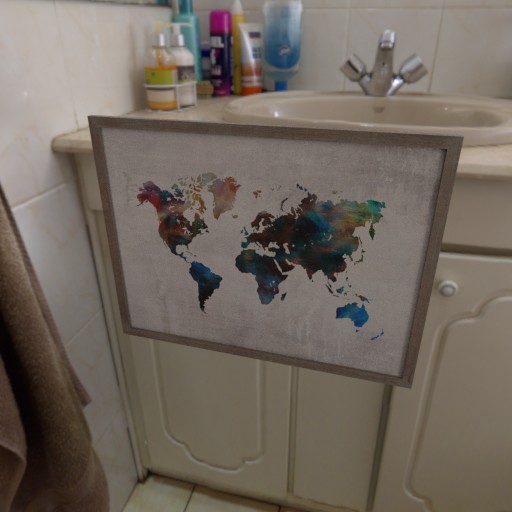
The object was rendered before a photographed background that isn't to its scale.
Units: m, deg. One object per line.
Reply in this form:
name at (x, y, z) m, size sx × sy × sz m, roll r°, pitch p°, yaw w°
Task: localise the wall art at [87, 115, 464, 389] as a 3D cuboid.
wall art at (0.000, 0.000, 1.339) m, size 1.012 × 0.774 × 0.019 m, roll 8°, pitch 28°, yaw 14°
